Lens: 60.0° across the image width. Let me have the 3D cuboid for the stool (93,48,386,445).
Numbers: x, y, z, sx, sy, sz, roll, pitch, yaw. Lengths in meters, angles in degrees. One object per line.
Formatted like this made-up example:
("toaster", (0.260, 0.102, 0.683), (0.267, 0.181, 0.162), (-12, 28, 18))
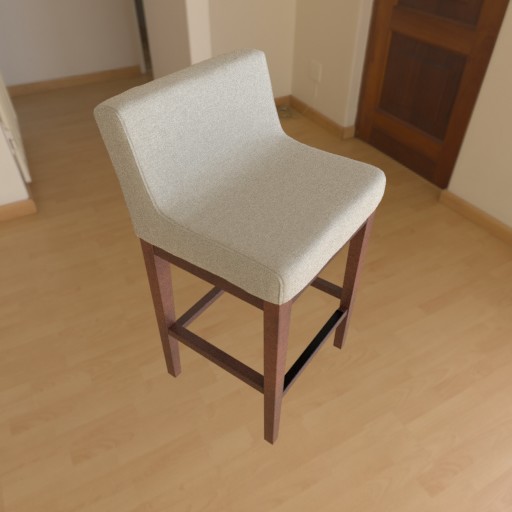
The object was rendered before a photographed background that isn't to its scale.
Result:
("stool", (0.000, 0.000, 1.244), (0.500, 0.937, 0.511), (25, 46, 27))
